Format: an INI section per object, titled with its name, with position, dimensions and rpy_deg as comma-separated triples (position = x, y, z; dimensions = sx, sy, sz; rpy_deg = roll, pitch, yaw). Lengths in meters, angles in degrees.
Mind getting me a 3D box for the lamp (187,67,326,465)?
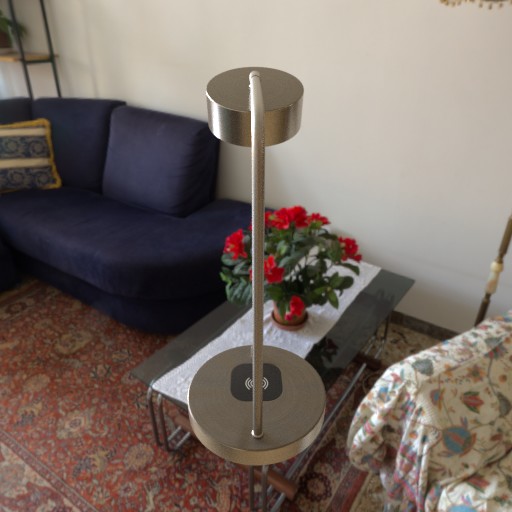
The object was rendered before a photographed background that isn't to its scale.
[lamp]
position = 0.000, 0.000, 0.632
dimensions = 0.211, 0.469, 0.334
rpy_deg = 0, 30, -1
